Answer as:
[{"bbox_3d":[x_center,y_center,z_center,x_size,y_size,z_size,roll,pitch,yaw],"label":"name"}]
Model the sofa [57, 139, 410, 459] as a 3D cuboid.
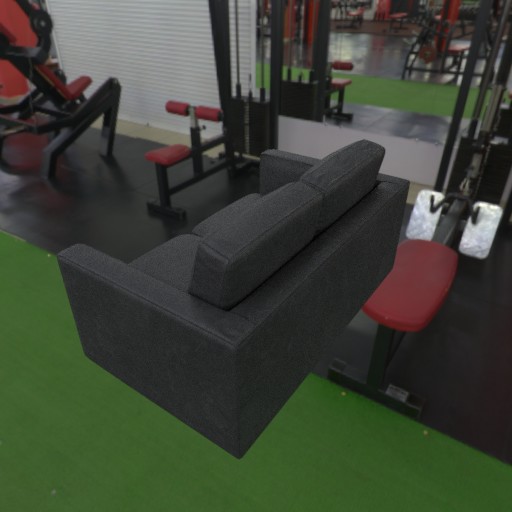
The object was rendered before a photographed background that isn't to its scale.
[{"bbox_3d":[0.000,0.000,2.048,0.879,0.899,1.430,21,38,29],"label":"sofa"}]
